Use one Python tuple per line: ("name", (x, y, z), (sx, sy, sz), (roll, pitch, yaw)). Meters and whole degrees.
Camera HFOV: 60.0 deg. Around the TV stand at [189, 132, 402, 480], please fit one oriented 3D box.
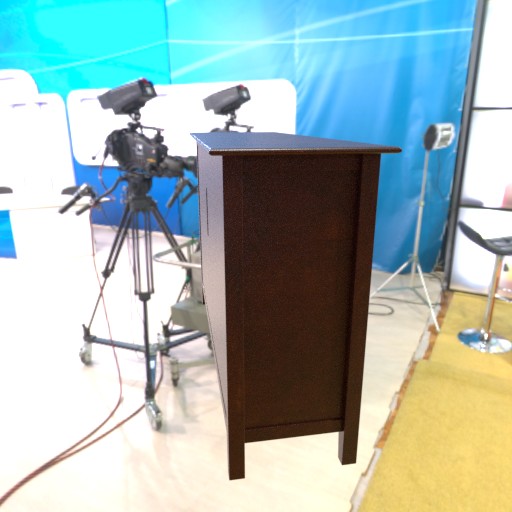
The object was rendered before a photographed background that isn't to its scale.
("TV stand", (0.000, 0.000, 1.762), (0.445, 0.915, 1.372), (-3, 17, -9))
